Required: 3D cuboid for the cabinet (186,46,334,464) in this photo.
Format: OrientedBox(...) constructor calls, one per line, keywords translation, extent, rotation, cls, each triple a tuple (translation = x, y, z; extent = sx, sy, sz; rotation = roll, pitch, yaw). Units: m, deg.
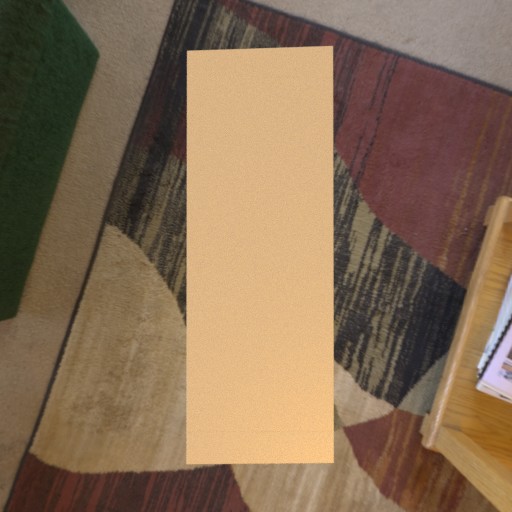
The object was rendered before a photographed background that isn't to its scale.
OrientedBox(translation=(0.000, 0.000, 1.623), extent=(0.348, 1.150, 0.990), rotation=(0, 89, -1), cls="cabinet")
